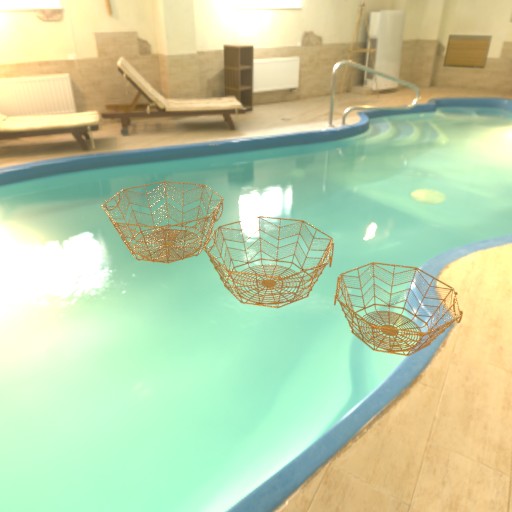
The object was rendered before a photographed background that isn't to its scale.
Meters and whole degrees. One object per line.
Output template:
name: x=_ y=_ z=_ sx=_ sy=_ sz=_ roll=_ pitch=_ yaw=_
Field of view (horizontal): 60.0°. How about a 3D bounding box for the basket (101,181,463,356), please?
basket: x=0.000 y=0.000 z=1.422 sx=1.245 sy=0.178 sz=0.432 roll=20 pitch=35 yaw=31
